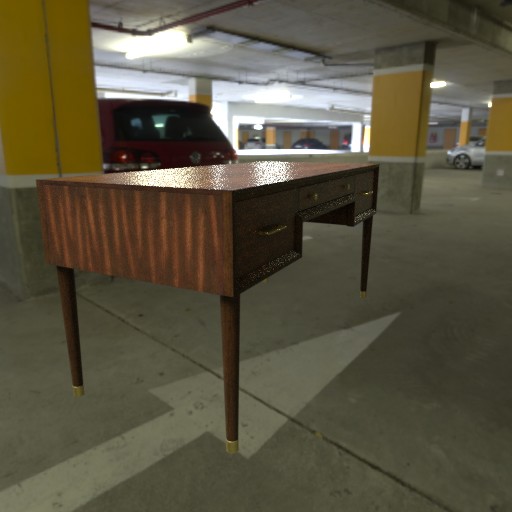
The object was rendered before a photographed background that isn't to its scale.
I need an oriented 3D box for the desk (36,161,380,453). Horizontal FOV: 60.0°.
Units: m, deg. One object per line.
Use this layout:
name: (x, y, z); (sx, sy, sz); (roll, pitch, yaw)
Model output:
desk: (0.000, 0.000, 1.987); (0.724, 0.762, 1.575); (7, 16, 27)
